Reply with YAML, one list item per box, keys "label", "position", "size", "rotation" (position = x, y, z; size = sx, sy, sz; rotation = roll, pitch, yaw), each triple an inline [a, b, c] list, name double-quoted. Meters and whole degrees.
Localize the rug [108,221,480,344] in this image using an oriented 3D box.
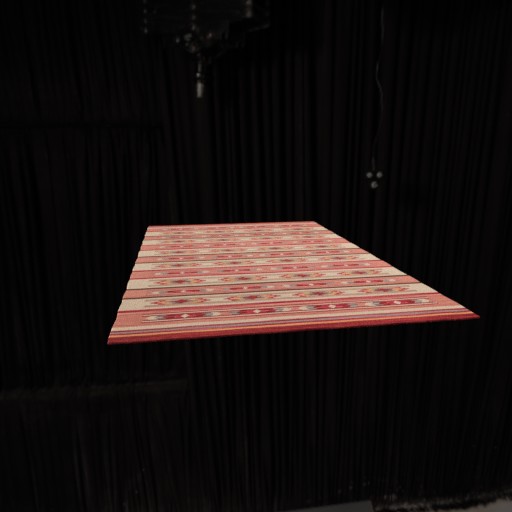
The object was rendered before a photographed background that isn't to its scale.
- label: "rug"
  position: [0.000, 0.000, 2.924]
  size: [1.535, 0.010, 2.431]
  rotation: [-2, 14, -9]
